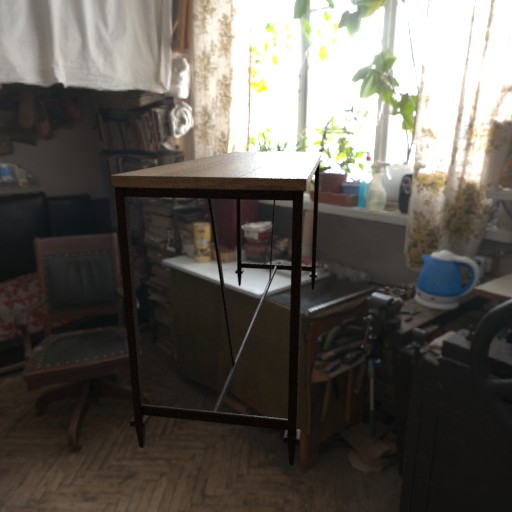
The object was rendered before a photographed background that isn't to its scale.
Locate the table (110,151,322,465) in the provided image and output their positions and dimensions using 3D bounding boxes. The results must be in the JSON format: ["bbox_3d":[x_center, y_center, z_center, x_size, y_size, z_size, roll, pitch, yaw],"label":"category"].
[{"bbox_3d":[0.000,0.000,2.113,0.551,0.902,1.700,3,16,9],"label":"table"}]
